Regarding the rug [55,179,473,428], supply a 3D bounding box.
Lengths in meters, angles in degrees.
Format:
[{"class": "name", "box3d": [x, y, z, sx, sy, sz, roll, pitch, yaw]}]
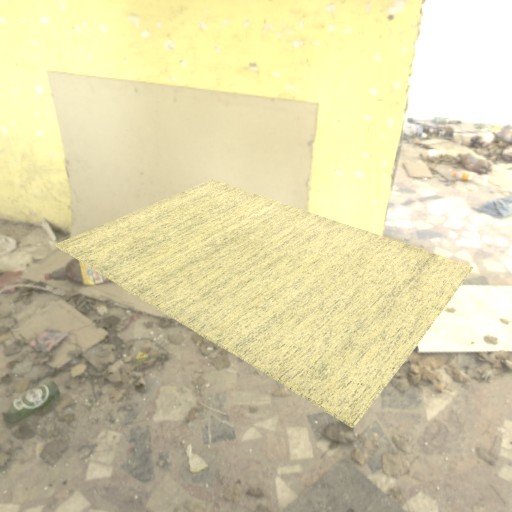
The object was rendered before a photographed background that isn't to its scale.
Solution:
[{"class": "rug", "box3d": [0.000, 0.000, 2.861, 2.263, 0.017, 1.523, 23, 39, 33]}]
